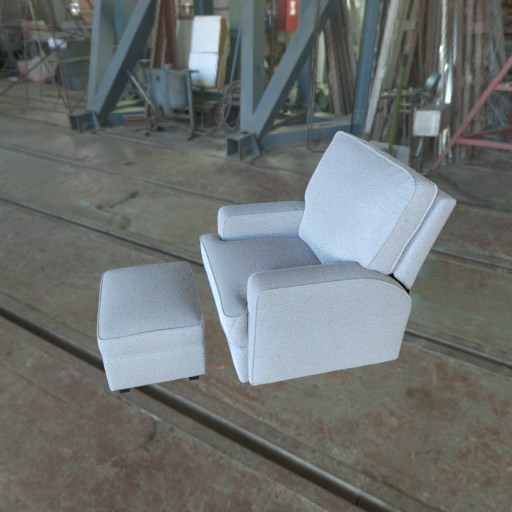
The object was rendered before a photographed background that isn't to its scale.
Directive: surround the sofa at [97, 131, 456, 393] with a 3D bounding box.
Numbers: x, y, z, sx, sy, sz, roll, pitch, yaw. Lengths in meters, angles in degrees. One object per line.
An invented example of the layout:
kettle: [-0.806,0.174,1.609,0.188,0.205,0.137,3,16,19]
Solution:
sofa: [0.000,0.000,2.093,1.472,0.959,0.861,-7,31,-12]
